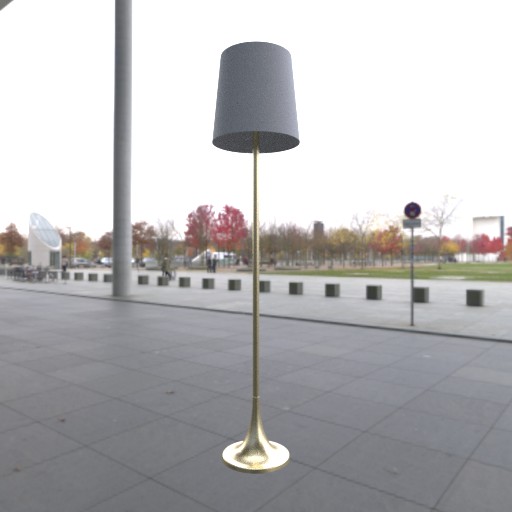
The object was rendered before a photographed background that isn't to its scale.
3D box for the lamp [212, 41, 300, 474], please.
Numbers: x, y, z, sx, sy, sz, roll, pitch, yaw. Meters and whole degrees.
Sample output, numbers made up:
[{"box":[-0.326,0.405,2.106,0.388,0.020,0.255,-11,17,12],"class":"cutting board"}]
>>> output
[{"box":[0.000,0.000,1.703,0.337,1.543,0.337,0,0,0],"class":"lamp"}]
